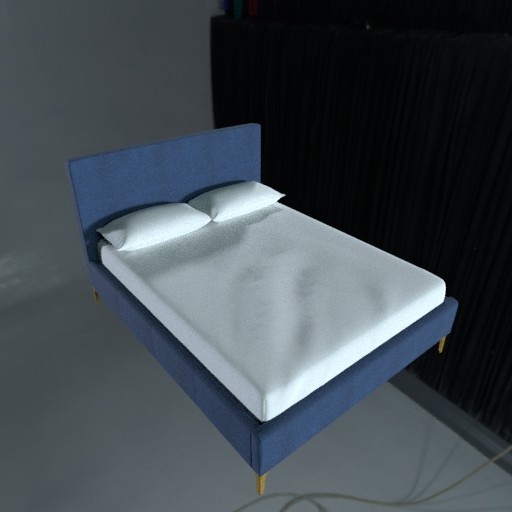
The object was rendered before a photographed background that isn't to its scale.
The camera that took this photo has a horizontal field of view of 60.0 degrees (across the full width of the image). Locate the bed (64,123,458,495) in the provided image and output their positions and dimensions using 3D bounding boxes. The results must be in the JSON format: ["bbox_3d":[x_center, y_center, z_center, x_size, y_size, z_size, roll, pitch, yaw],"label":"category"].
[{"bbox_3d":[0.000,0.000,3.107,1.723,1.231,2.172,-22,37,-33],"label":"bed"}]
